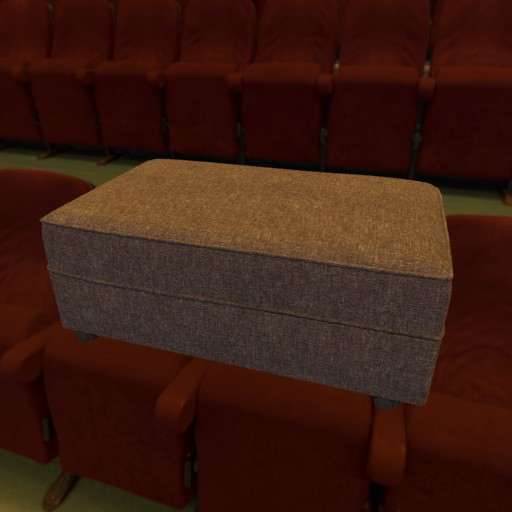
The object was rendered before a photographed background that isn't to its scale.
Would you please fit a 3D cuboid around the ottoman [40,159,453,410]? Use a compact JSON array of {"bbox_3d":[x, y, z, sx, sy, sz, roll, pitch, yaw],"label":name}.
[{"bbox_3d":[0.000,0.000,1.533,1.184,0.487,0.717,8,29,15],"label":"ottoman"}]
